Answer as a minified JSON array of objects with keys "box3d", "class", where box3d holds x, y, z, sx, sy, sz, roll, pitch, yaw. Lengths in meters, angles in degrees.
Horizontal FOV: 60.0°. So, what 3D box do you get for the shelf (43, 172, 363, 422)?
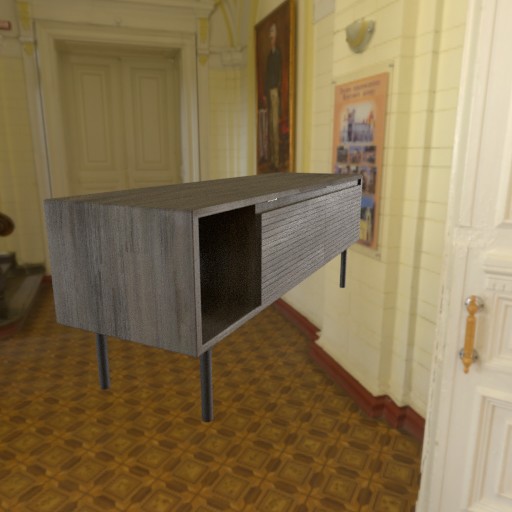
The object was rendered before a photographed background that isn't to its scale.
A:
[{"box3d":[0.000,0.000,1.511,0.400,0.495,1.300,7,15,26],"class":"shelf"}]
